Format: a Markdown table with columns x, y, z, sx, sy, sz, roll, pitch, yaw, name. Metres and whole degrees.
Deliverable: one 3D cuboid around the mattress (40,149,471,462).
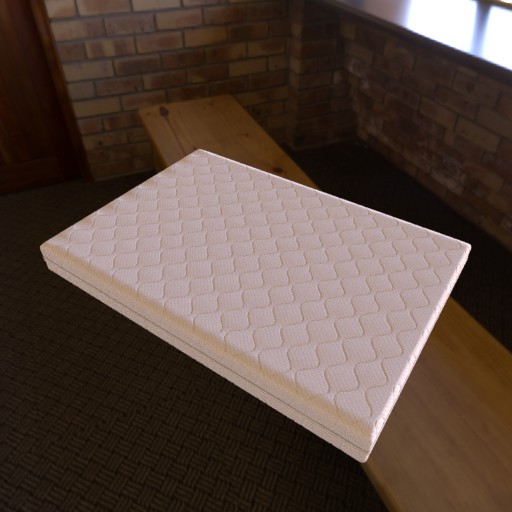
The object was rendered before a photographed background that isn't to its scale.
| x | y | z | sx | sy | sz | roll | pitch | yaw | name |
| --- | --- | --- | --- | --- | --- | --- | --- | --- | --- |
| 0.000 | 0.000 | 2.534 | 2.000 | 0.200 | 1.400 | 24 | 47 | 25 | mattress |
